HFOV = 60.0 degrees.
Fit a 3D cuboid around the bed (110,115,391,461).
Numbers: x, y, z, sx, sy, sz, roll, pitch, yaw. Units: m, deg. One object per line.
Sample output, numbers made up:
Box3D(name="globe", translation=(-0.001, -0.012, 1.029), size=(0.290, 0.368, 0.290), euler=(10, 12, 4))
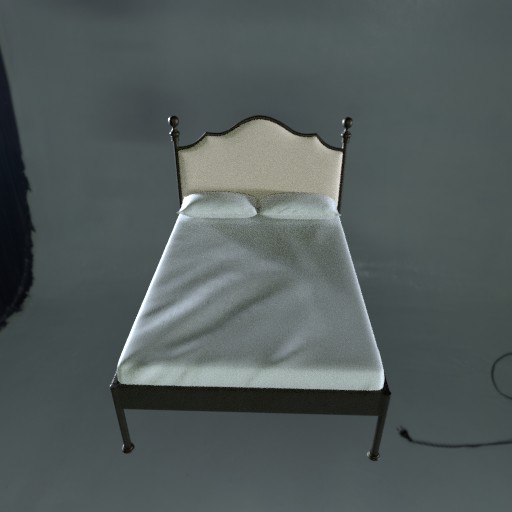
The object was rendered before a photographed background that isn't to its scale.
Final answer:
Box3D(name="bed", translation=(0.000, 0.000, 3.143), size=(1.533, 1.462, 2.170), euler=(1, 31, 2))
